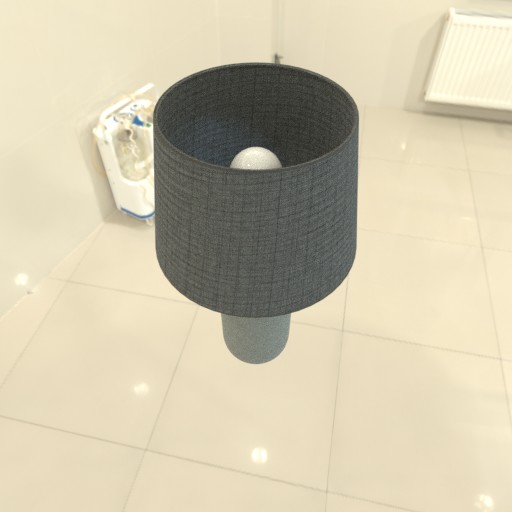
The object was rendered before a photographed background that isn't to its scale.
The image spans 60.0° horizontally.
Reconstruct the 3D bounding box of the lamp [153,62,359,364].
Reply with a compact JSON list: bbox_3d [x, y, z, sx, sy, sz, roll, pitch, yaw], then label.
[{"bbox_3d":[0.000,0.000,0.590,0.251,0.429,0.251,0,48,0],"label":"lamp"}]
